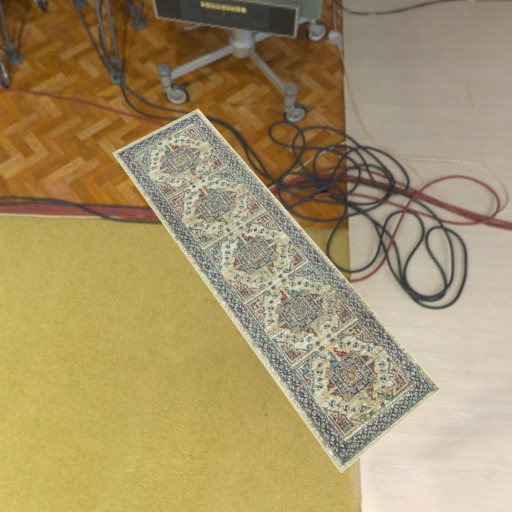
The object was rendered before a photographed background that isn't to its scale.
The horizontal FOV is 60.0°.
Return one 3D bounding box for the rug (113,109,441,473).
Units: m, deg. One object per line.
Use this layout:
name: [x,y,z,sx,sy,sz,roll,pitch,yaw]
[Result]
rug: [0.000,0.000,2.562,0.661,0.013,2.297,-33,68,-15]
